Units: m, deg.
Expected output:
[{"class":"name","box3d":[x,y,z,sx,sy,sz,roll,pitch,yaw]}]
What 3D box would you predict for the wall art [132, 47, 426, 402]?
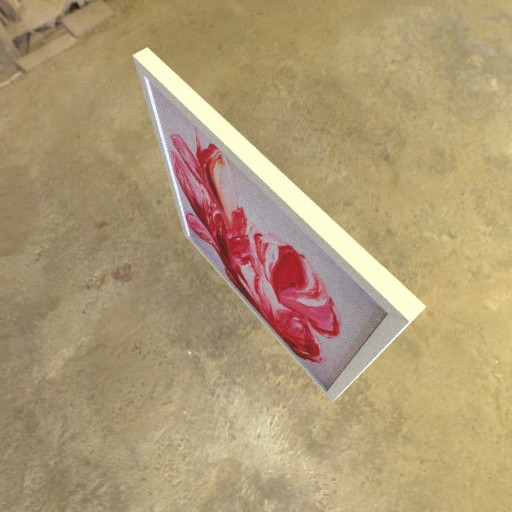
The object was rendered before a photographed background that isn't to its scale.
[{"class":"wall art","box3d":[0.000,0.000,0.681,0.023,0.453,0.455,-37,69,-17]}]
